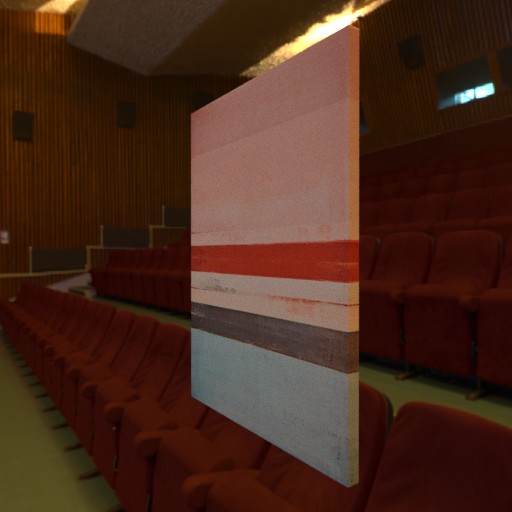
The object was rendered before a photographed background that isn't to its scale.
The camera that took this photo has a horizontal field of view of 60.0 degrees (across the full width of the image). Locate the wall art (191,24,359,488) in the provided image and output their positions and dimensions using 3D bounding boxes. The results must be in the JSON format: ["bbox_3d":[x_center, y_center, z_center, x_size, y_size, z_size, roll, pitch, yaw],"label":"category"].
[{"bbox_3d":[0.000,0.000,1.293,0.039,1.016,0.761,0,0,-35],"label":"wall art"}]
